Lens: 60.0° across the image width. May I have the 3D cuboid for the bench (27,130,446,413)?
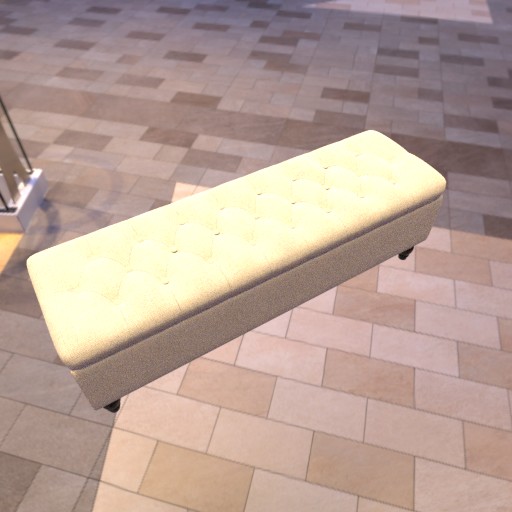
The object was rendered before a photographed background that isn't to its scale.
[{"bbox_3d":[0.000,0.000,1.702,1.480,0.467,0.455,-24,51,-21],"label":"bench"}]
